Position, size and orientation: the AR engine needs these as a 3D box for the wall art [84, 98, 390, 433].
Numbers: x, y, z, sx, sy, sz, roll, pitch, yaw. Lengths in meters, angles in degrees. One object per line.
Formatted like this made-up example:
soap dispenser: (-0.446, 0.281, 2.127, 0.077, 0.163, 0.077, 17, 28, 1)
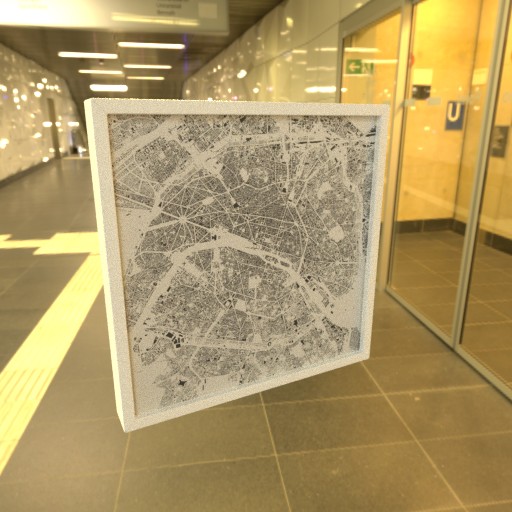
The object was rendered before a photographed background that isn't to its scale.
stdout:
wall art: (0.000, 0.000, 0.465, 0.305, 0.305, 0.038, -9, 19, -26)
